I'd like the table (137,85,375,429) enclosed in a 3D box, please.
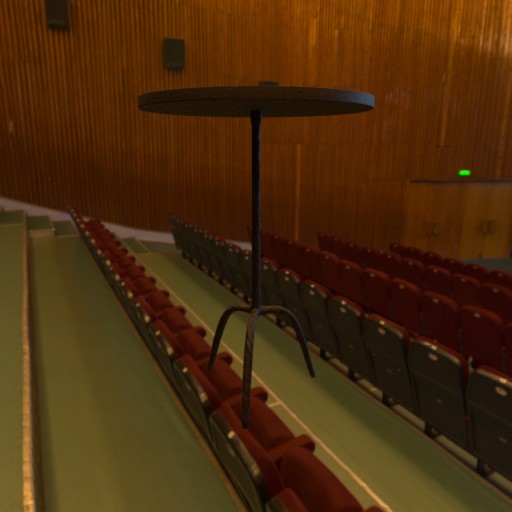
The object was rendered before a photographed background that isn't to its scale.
[{"bbox_3d":[0.000,0.000,1.052,0.502,0.700,0.502,-7,16,-27],"label":"table"}]
